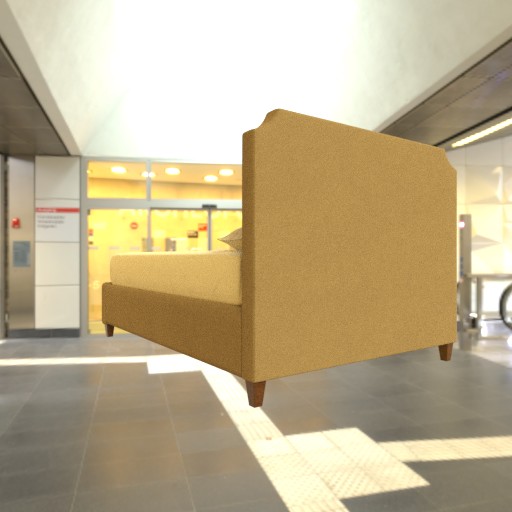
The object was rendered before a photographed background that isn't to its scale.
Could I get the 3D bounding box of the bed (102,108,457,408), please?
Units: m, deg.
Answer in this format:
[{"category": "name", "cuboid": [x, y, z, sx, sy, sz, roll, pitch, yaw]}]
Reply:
[{"category": "bed", "cuboid": [0.000, 0.000, 3.455, 1.703, 1.415, 2.329, 0, 0, -35]}]
